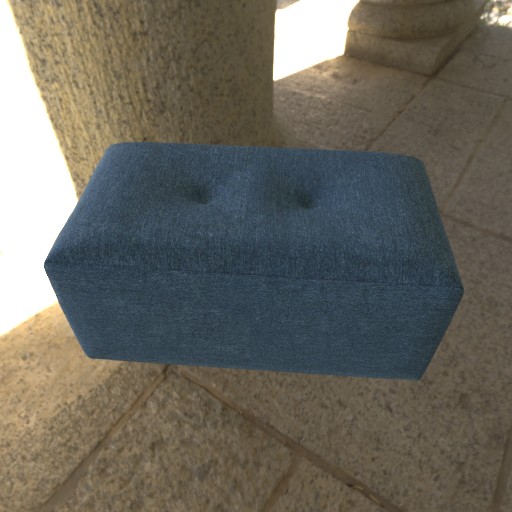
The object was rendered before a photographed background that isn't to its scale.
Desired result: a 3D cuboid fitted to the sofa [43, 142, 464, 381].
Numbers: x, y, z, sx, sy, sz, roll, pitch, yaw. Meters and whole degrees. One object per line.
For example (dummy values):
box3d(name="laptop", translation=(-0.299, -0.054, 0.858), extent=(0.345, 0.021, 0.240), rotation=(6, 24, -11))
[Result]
box3d(name="sofa", translation=(0.000, 0.000, 1.224), extent=(0.930, 0.470, 0.480), rotation=(3, 46, 3))
